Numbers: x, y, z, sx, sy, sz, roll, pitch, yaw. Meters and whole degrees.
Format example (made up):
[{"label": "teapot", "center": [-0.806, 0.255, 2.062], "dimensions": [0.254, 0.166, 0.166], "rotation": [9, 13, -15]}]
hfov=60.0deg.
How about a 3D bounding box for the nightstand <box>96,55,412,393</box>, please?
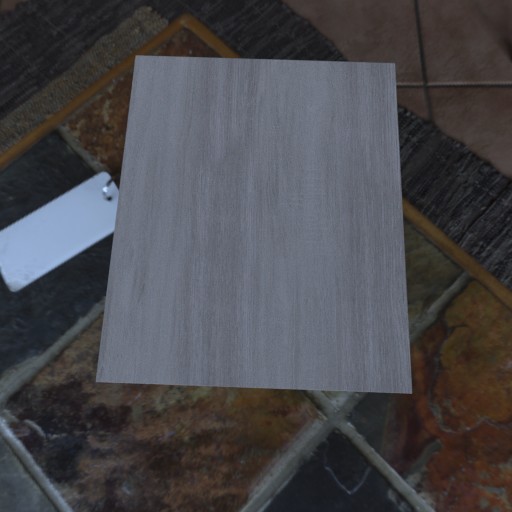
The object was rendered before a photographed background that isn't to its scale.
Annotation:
[{"label": "nightstand", "center": [0.000, 0.000, 0.817], "dimensions": [0.380, 0.500, 0.450], "rotation": [2, 75, 1]}]
